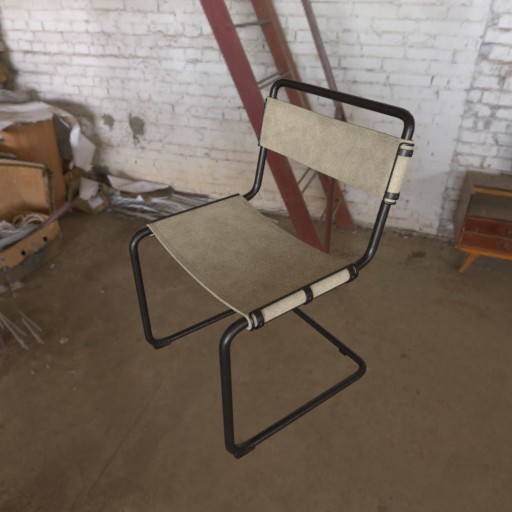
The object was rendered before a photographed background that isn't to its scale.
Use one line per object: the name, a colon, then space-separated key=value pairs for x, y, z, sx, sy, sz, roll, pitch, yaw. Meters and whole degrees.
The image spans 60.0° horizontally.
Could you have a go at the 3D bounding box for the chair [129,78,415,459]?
chair: x=0.000 y=0.000 z=1.130 sx=0.497 sy=0.747 sz=0.499 roll=-21 pitch=38 yaw=-30
